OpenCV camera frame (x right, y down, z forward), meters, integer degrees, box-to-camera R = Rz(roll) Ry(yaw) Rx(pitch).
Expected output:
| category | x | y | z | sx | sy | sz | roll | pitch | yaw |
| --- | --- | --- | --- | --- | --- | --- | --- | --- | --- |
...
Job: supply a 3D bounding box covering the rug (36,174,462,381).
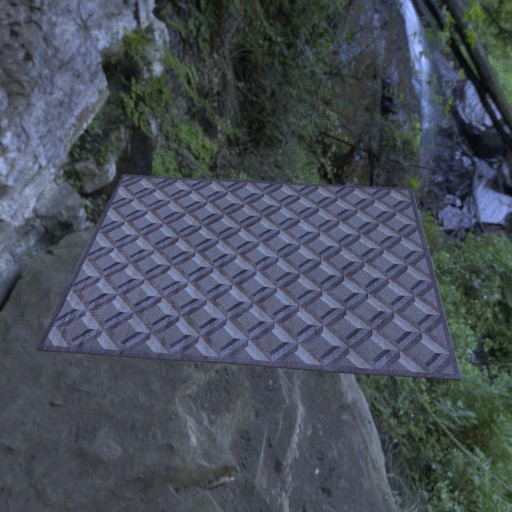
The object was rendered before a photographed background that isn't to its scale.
| category | x | y | z | sx | sy | sz | roll | pitch | yaw |
| --- | --- | --- | --- | --- | --- | --- | --- | --- | --- |
| rug | 0.000 | 0.000 | 2.880 | 2.260 | 0.013 | 1.600 | 3 | 46 | 3 |
